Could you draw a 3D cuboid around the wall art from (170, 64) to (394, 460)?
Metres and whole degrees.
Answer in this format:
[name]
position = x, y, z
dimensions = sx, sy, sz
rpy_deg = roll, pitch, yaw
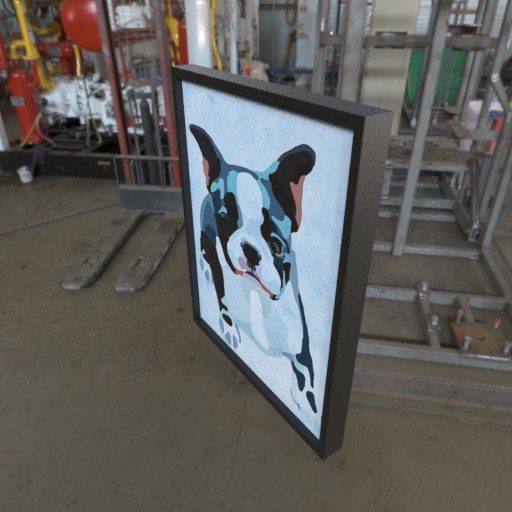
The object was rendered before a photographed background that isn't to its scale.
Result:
[wall art]
position = 0.000, 0.000, 0.501
dimensions = 0.030, 0.369, 0.294
rpy_deg = -20, 36, -30
